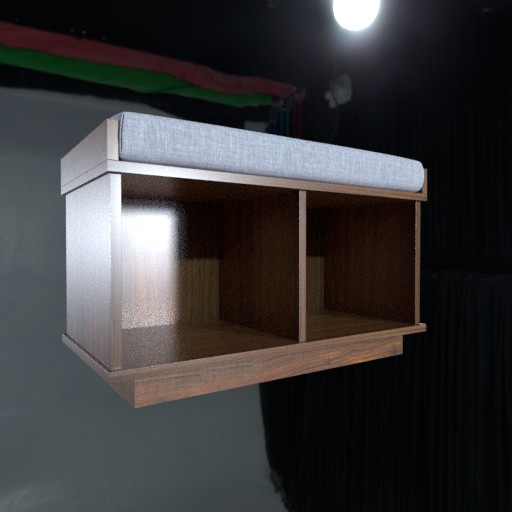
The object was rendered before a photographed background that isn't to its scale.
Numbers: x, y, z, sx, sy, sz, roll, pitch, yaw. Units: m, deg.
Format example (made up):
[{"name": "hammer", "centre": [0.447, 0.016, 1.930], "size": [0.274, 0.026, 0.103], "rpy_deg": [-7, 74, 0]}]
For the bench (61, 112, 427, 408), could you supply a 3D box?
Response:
[{"name": "bench", "centre": [0.000, 0.000, 0.978], "size": [0.734, 0.461, 0.362], "rpy_deg": [-1, 1, -34]}]
